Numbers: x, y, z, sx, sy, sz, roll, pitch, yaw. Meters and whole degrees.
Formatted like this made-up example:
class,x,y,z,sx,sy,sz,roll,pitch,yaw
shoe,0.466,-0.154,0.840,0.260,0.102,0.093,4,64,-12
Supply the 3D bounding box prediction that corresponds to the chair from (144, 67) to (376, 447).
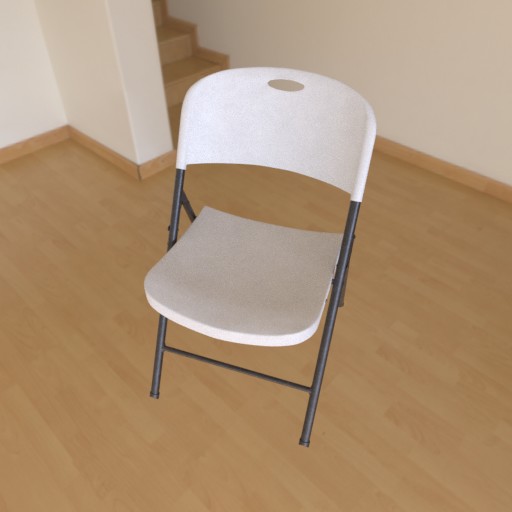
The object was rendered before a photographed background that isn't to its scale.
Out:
class,x,y,z,sx,sy,sz,roll,pitch,yaw
chair,0.000,0.000,1.199,0.494,0.810,0.566,13,44,13
